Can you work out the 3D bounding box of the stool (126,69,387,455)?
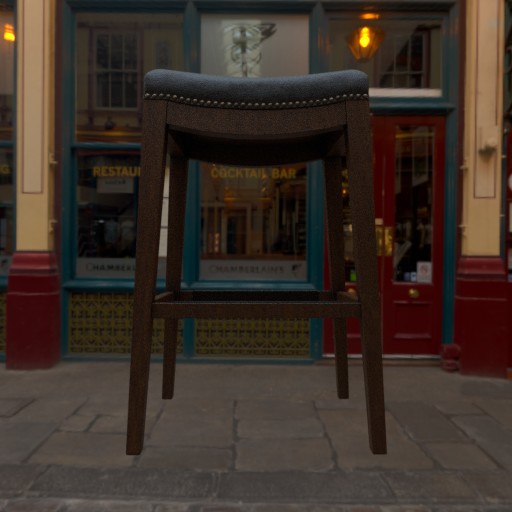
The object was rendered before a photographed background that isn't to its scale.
[{"bbox_3d":[0.000,0.000,1.030,0.500,0.765,0.361,0,0,0],"label":"stool"}]
